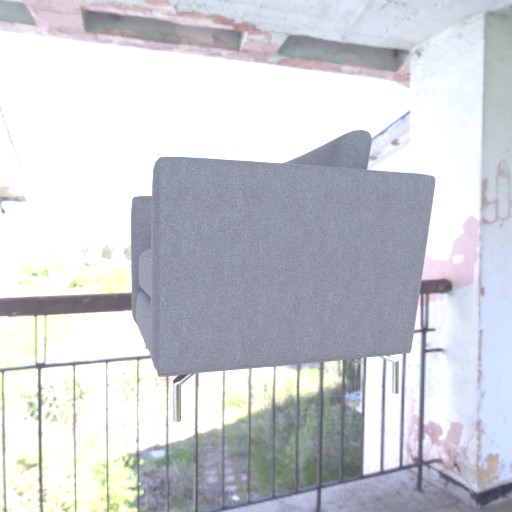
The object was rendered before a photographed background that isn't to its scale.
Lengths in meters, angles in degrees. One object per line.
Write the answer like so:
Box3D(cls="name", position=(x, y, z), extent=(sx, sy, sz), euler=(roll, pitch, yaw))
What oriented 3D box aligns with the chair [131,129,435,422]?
Box3D(cls="chair", position=(0.000, 0.000, 1.730), extent=(0.889, 0.864, 1.041), euler=(0, 1, -19))
